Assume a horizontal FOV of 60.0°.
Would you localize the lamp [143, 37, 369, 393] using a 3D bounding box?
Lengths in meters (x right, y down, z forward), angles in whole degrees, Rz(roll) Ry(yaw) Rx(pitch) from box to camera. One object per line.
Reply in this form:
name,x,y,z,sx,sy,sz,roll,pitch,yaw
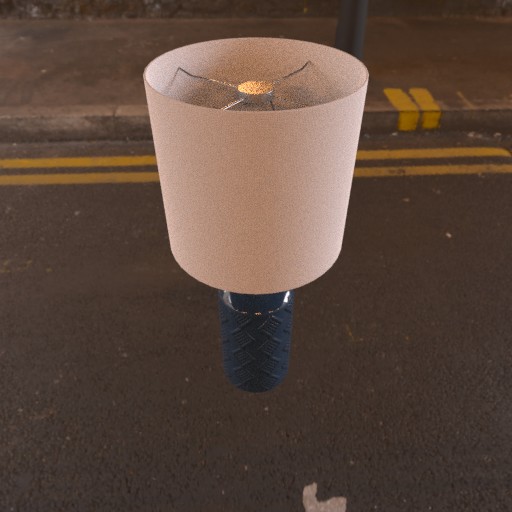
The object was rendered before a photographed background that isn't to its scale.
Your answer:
lamp,0.000,0.000,0.562,0.207,0.461,0.207,25,46,26
